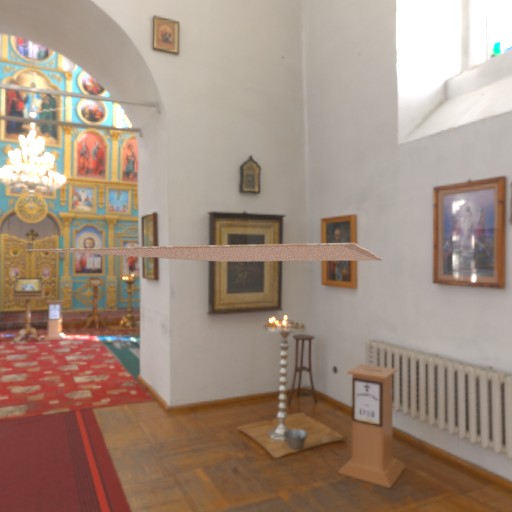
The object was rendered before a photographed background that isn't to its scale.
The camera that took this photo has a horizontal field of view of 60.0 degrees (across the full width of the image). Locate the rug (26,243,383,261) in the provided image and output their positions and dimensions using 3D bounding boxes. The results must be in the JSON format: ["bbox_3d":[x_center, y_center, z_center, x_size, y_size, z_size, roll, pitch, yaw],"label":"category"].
[{"bbox_3d":[0.000,0.000,2.195,1.146,0.010,1.745,-1,-2,18],"label":"rug"}]
